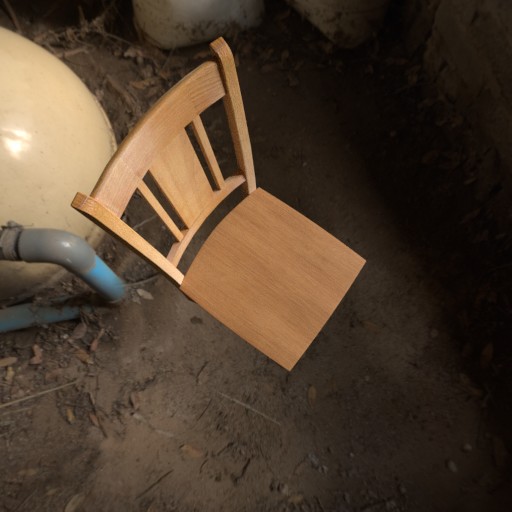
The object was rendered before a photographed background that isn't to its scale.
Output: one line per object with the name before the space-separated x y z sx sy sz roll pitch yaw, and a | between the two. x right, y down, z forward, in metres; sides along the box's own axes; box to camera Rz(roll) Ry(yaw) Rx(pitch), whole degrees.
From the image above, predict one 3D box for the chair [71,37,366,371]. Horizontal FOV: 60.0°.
chair | 0.000 0.000 1.296 0.556 0.998 0.450 36 79 8
